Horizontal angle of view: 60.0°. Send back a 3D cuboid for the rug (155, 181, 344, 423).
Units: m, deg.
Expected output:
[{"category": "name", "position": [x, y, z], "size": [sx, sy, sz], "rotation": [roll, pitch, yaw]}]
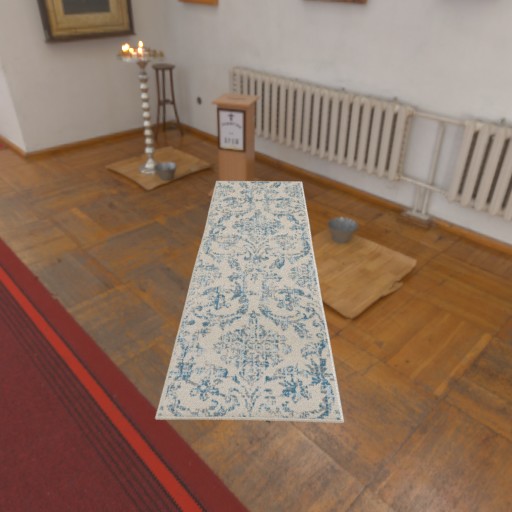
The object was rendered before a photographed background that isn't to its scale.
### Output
[{"category": "rug", "position": [0.000, 0.000, 2.481], "size": [0.662, 0.011, 2.196], "rotation": [1, 32, 1]}]
